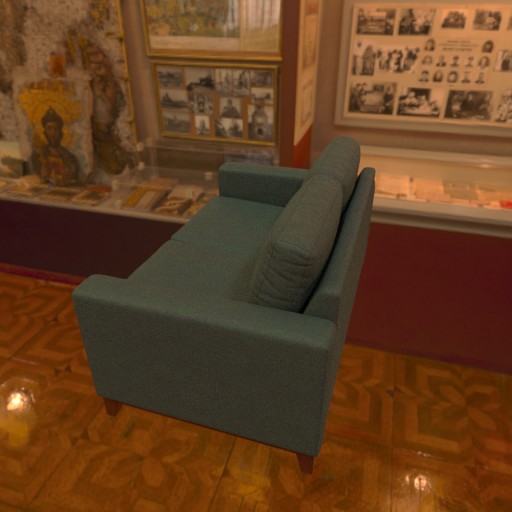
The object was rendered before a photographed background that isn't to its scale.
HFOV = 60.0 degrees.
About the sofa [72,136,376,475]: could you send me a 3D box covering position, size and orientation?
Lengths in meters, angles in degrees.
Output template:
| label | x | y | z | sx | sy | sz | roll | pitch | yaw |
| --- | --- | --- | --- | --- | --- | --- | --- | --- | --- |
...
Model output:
| label | x | y | z | sx | sy | sz | roll | pitch | yaw |
| --- | --- | --- | --- | --- | --- | --- | --- | --- | --- |
| sofa | 0.000 | 0.000 | 2.123 | 0.955 | 0.903 | 1.489 | 9 | 32 | 16 |
